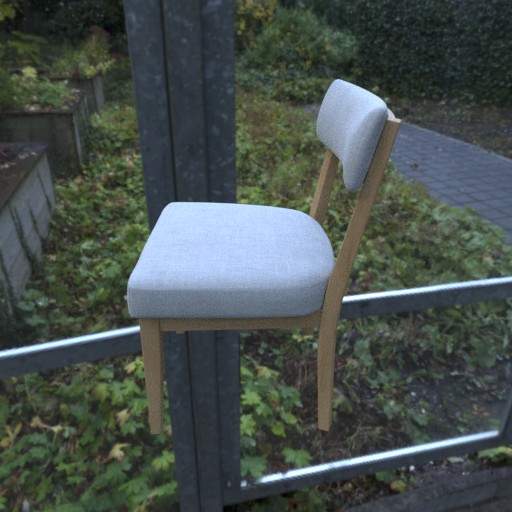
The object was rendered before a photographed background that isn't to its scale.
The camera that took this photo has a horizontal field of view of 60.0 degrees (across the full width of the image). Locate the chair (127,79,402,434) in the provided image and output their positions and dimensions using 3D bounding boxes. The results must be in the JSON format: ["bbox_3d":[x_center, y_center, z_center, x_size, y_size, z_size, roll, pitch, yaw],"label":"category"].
[{"bbox_3d":[0.000,0.000,1.178,0.572,0.832,0.508,0,27,0],"label":"chair"}]
